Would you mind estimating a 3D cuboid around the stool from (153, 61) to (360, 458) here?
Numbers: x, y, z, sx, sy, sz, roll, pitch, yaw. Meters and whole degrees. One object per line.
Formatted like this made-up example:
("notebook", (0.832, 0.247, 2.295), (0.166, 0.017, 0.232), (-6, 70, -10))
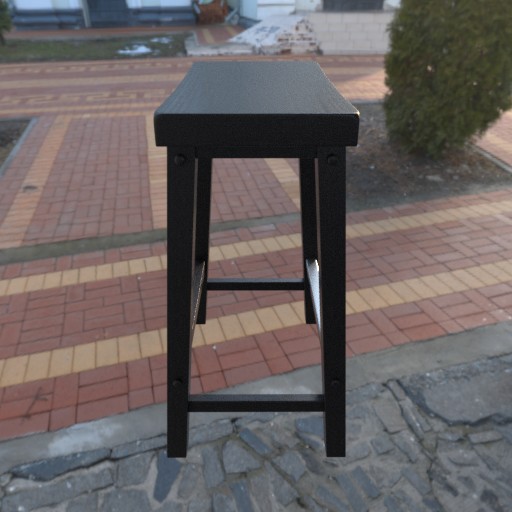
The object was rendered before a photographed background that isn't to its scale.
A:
("stool", (0.000, 0.000, 0.816), (0.322, 0.610, 0.406), (0, 31, 0))
